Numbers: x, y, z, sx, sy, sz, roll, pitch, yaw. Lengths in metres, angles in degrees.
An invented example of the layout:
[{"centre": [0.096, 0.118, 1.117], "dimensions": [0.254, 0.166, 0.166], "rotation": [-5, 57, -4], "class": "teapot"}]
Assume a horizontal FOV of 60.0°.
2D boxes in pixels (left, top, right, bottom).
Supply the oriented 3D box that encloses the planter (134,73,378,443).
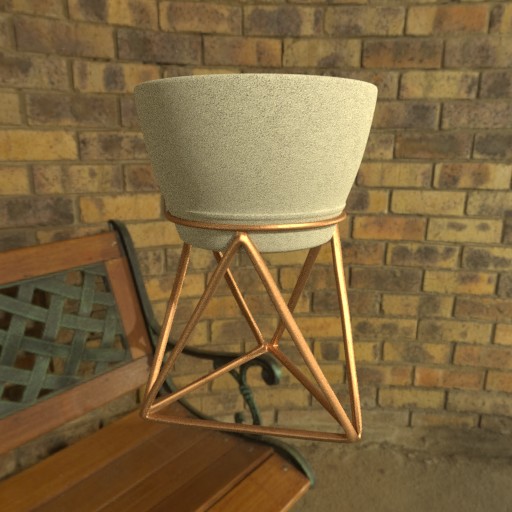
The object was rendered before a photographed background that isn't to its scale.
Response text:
[{"centre": [0.000, 0.000, 0.719], "dimensions": [0.350, 0.504, 0.350], "rotation": [2, 15, 9], "class": "planter"}]
